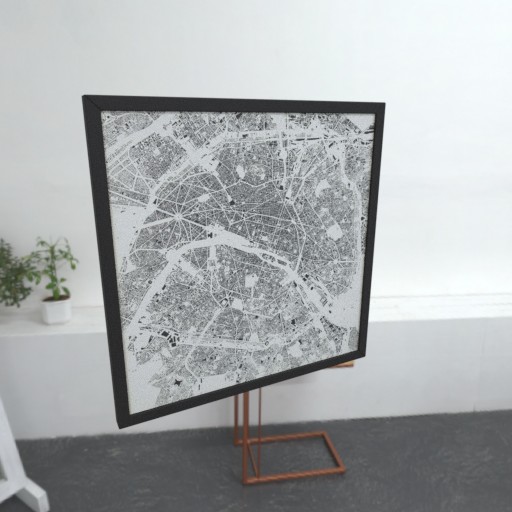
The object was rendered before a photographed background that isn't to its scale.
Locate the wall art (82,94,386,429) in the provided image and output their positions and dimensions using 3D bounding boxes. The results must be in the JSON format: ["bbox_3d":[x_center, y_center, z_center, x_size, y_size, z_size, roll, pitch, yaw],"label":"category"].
[{"bbox_3d":[0.000,0.000,1.144,0.763,0.763,0.037,-8,19,-26],"label":"wall art"}]
